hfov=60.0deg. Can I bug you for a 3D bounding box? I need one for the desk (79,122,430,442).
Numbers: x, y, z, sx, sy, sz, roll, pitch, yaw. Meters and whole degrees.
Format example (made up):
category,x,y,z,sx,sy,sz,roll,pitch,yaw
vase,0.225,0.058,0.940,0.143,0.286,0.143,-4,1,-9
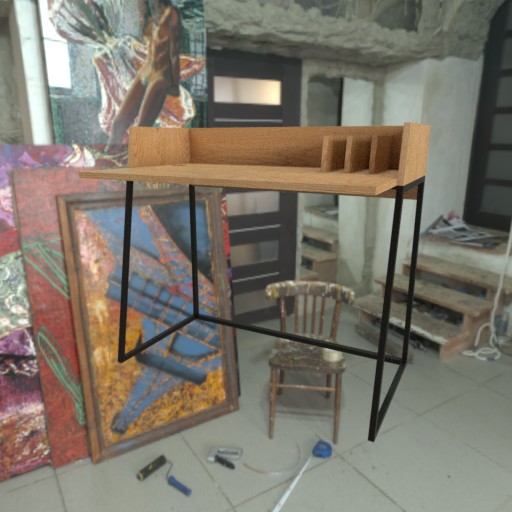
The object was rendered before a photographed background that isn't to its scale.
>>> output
category,x,y,z,sx,sy,sz,roll,pitch,yaw
desk,0.000,0.000,1.873,1.191,1.061,0.769,8,17,27
